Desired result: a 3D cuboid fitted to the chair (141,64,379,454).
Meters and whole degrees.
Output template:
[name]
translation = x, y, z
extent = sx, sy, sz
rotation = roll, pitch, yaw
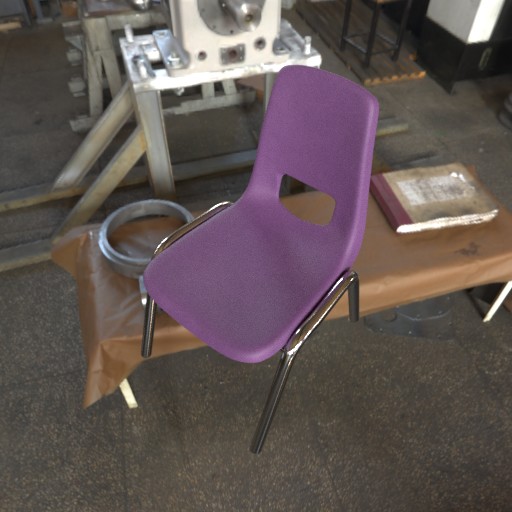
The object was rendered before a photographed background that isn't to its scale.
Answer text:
[chair]
translation = 0.000, 0.000, 0.847
extent = 0.356, 0.584, 0.419
rotation = 32, 55, 26
